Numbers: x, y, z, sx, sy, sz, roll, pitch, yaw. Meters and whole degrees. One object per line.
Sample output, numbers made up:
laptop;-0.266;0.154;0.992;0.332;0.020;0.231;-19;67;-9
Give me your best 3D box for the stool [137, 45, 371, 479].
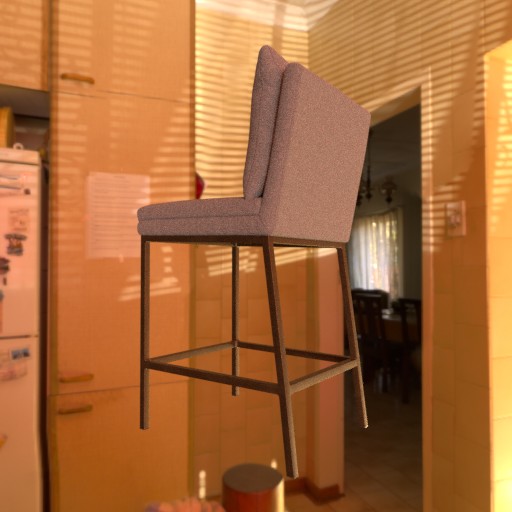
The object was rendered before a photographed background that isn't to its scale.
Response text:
stool;0.000;0.000;1.349;0.569;1.031;0.463;-1;-2;37
